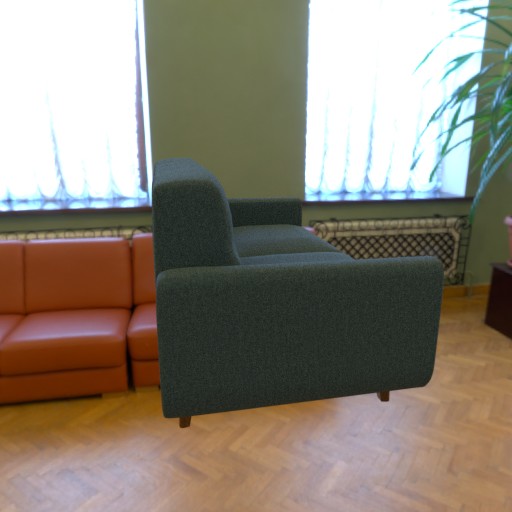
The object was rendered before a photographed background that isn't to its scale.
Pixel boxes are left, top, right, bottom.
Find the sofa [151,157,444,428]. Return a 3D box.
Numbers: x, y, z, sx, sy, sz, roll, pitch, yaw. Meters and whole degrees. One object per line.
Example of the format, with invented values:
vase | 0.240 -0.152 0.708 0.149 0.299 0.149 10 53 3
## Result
sofa | 0.000 0.000 2.154 0.942 0.896 1.651 -3 15 -12
